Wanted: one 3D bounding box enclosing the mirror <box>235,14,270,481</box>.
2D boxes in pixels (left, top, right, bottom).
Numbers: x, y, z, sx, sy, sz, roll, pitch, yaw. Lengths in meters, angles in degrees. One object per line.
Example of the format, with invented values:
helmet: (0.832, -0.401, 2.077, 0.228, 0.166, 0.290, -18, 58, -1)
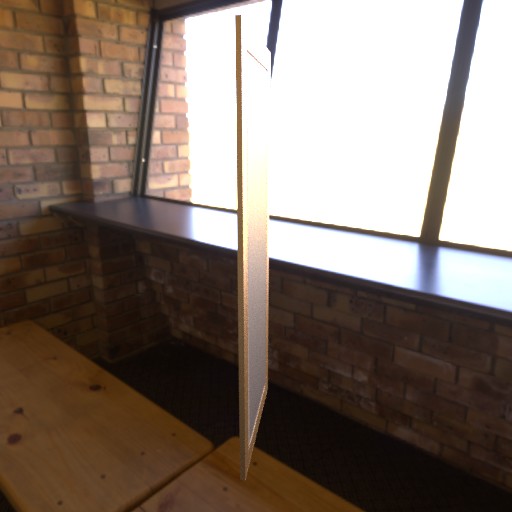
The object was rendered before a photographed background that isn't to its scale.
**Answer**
mirror: (0.000, 0.000, 2.257, 0.025, 2.031, 0.812, 2, 16, 9)
